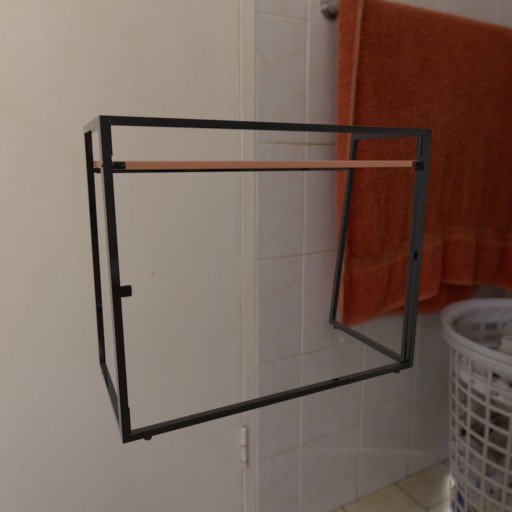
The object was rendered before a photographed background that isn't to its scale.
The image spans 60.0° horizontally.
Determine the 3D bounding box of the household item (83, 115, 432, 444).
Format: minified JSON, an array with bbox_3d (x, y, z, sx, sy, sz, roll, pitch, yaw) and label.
[{"bbox_3d":[0.000,0.000,1.554,1.050,0.860,0.510,-6,14,-25],"label":"household item"}]
